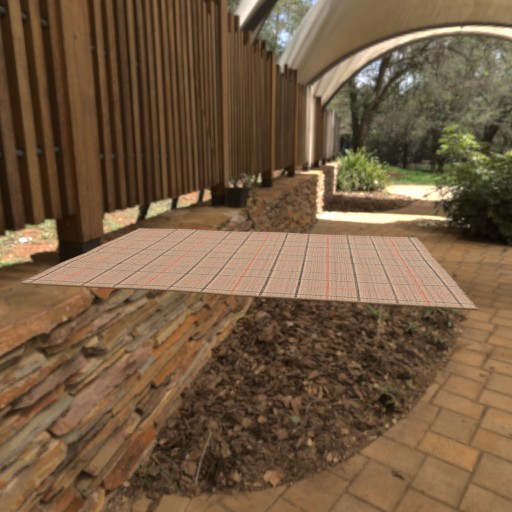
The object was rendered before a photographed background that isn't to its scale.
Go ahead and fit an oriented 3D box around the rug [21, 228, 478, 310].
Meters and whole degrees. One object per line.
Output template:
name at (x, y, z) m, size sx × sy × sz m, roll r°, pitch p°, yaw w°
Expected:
rug at (0.000, 0.000, 2.324) m, size 1.829 × 0.013 × 1.220 m, roll 2°, pitch 15°, yaw 9°
